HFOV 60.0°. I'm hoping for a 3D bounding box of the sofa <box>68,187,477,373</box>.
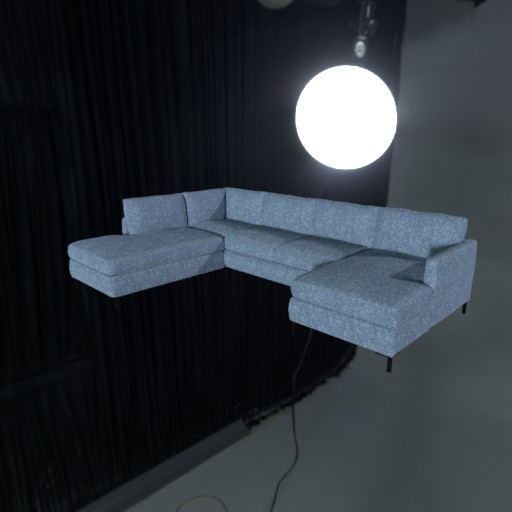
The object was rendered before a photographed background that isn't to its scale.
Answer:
[{"bbox_3d":[0.000,0.000,3.513,2.737,0.756,1.879,15,21,42],"label":"sofa"}]
